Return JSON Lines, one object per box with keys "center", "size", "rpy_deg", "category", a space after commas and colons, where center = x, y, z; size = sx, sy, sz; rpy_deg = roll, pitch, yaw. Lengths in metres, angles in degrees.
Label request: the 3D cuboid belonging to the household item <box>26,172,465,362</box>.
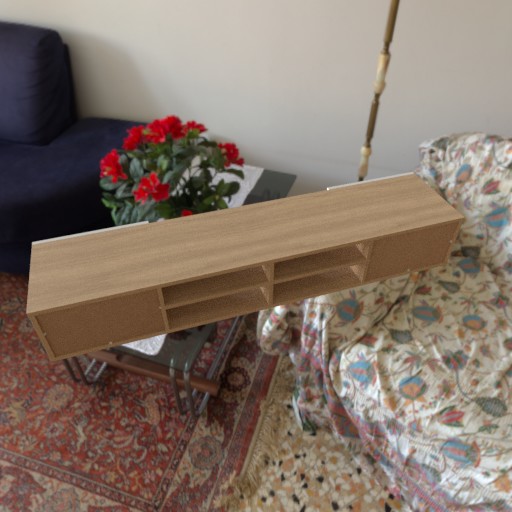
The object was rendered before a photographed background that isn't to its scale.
{"center": [0.000, 0.000, 2.040], "size": [1.850, 0.310, 0.420], "rpy_deg": [-12, 43, -14], "category": "household item"}
